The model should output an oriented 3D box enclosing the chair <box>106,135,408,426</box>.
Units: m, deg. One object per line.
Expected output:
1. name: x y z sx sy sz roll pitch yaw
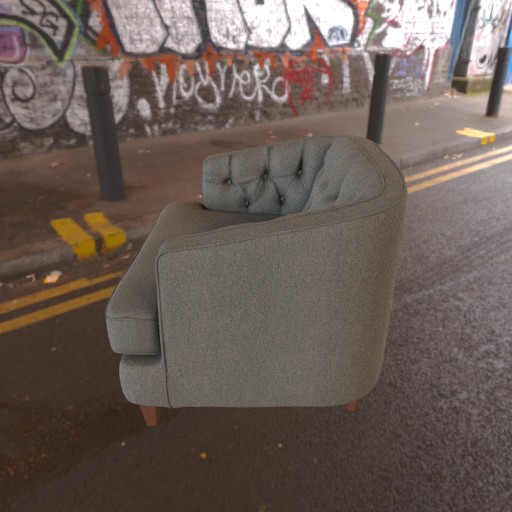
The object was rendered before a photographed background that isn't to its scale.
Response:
1. chair: 0.000 0.000 1.787 0.945 0.852 1.094 1 27 1
